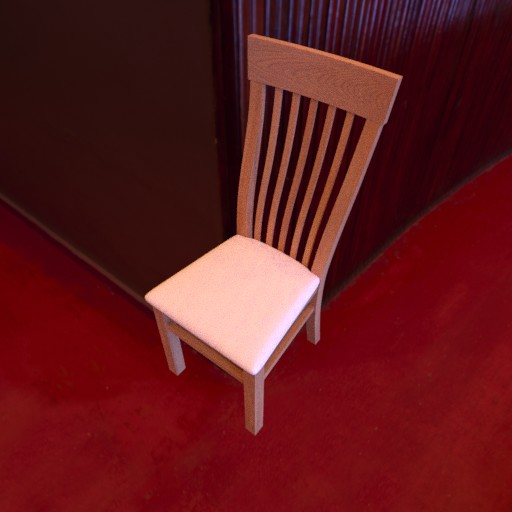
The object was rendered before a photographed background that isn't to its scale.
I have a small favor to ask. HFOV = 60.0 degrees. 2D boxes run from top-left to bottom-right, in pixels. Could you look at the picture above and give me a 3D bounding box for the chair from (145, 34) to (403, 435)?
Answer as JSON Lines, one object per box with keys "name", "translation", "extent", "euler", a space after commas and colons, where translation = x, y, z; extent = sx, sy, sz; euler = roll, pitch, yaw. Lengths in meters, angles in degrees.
{"name": "chair", "translation": [0.000, 0.000, 1.365], "extent": [0.450, 1.050, 0.580], "euler": [29, 52, 25]}
